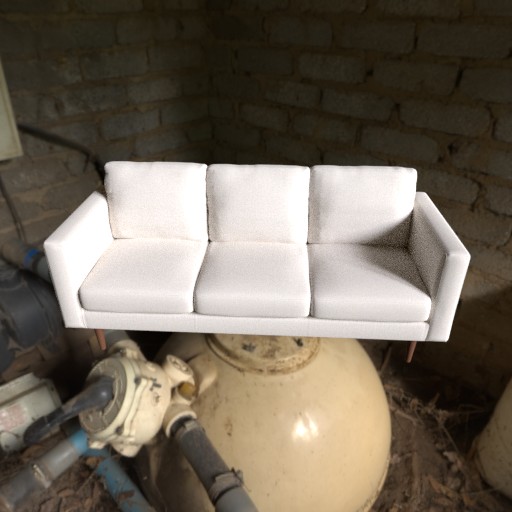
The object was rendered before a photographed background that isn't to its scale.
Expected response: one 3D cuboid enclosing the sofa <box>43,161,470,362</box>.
[{"bbox_3d":[0.000,0.000,2.512,2.029,0.912,0.802,2,30,3],"label":"sofa"}]
